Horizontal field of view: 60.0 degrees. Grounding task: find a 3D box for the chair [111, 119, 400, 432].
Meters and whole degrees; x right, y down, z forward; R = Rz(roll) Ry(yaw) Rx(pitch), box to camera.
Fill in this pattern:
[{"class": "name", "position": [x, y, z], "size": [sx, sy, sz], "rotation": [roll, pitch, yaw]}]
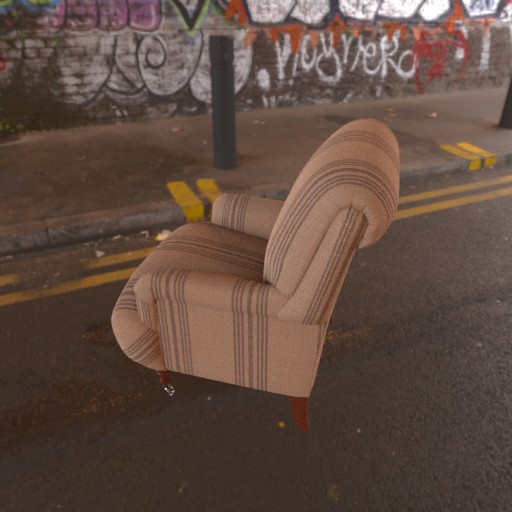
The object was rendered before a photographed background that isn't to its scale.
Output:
[{"class": "chair", "position": [0.000, 0.000, 1.643], "size": [0.914, 0.940, 0.813], "rotation": [8, 31, 14]}]
